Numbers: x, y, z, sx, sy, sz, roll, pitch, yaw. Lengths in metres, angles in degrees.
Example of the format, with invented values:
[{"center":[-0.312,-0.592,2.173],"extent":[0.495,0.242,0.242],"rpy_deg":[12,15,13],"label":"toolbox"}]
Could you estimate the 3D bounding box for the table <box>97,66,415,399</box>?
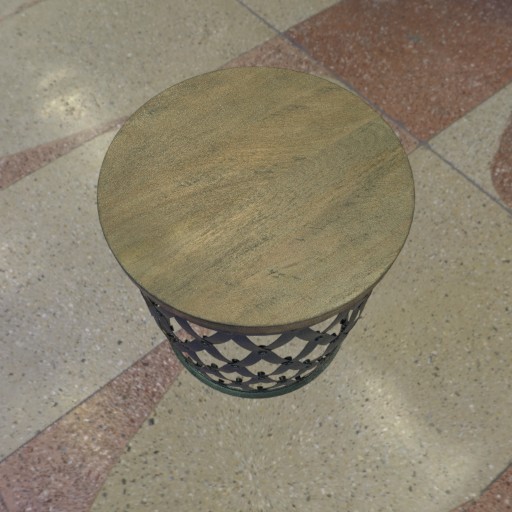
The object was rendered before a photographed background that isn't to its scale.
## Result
[{"center":[0.000,0.000,0.770],"extent":[0.405,0.454,0.405],"rpy_deg":[0,63,0],"label":"table"}]
